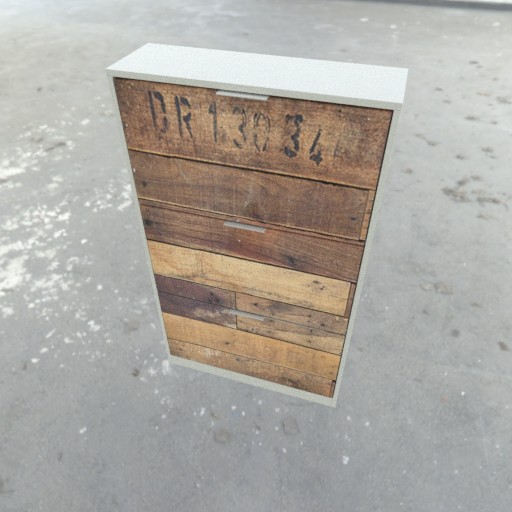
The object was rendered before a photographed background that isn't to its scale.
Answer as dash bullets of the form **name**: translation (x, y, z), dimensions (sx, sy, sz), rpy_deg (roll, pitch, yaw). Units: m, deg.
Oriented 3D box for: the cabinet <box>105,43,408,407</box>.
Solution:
- **cabinet**: translation (0.000, 0.000, 1.566), dimensions (0.750, 1.280, 0.250), rpy_deg (12, 43, 13)
